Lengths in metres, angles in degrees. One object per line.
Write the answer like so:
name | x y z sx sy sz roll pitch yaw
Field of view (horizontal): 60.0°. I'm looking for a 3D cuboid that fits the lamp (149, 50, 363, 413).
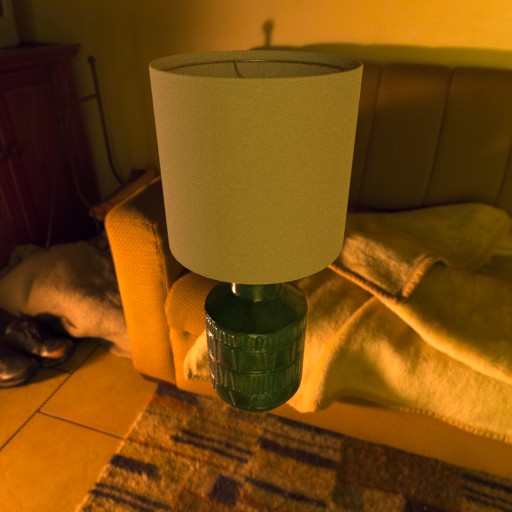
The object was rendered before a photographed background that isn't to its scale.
lamp | 0.000 0.000 0.561 0.211 0.455 0.211 -1 30 -1
